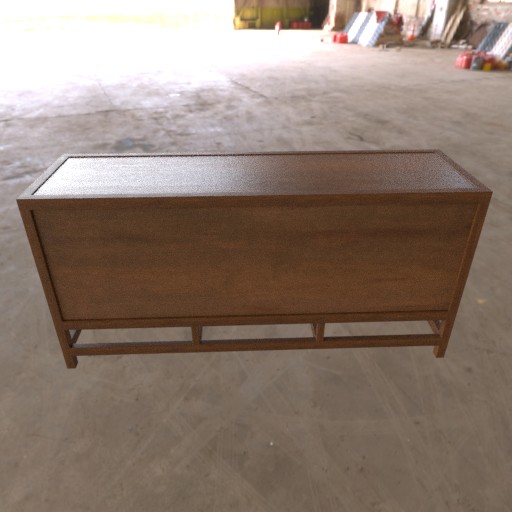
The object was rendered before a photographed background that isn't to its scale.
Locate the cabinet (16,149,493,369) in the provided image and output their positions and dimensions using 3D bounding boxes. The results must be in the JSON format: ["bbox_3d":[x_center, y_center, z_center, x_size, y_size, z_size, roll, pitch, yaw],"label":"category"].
[{"bbox_3d":[0.000,0.000,2.019,1.708,0.820,0.522,-1,31,-2],"label":"cabinet"}]
